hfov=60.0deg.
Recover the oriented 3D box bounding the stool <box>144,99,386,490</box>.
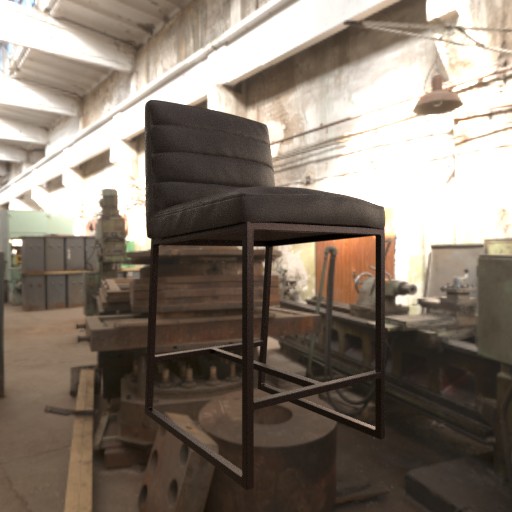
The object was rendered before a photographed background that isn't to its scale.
[{"bbox_3d":[0.000,0.000,1.240,0.463,0.946,0.562,0,0,-36],"label":"stool"}]
